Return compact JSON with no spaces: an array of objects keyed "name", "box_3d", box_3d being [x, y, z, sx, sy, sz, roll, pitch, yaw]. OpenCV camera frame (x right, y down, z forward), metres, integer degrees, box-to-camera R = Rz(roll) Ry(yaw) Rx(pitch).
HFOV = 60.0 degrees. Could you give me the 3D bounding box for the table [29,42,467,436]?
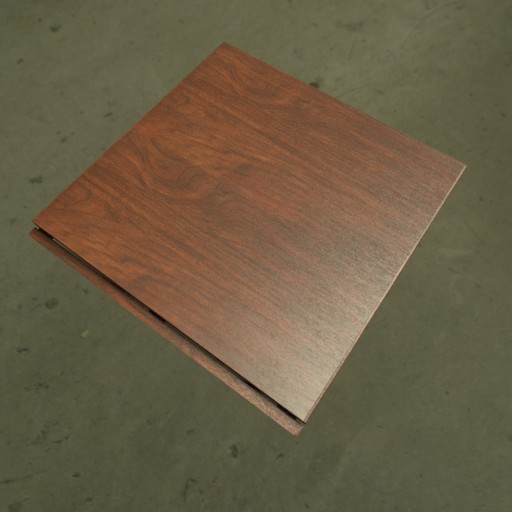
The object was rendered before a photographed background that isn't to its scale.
[{"name":"table","box_3d":[0.000,0.000,1.477,0.812,0.763,0.843,33,69,14]}]
